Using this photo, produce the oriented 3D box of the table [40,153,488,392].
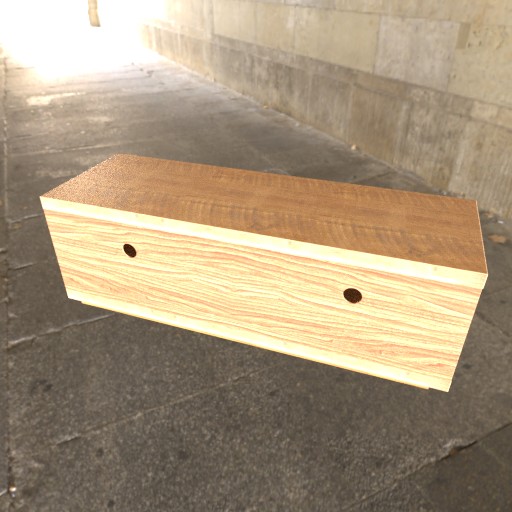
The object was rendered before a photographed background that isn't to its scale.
[{"bbox_3d":[0.000,0.000,1.732,1.499,0.491,0.499,11,34,16],"label":"table"}]
